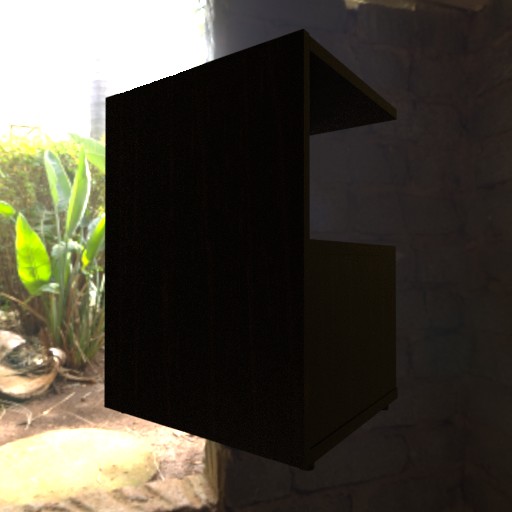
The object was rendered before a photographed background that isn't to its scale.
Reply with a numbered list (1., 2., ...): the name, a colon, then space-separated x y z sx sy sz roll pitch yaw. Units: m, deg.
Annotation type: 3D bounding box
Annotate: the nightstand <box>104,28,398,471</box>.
1. nightstand: 0.000 0.000 0.807 0.400 0.559 0.356 0 -1 36
